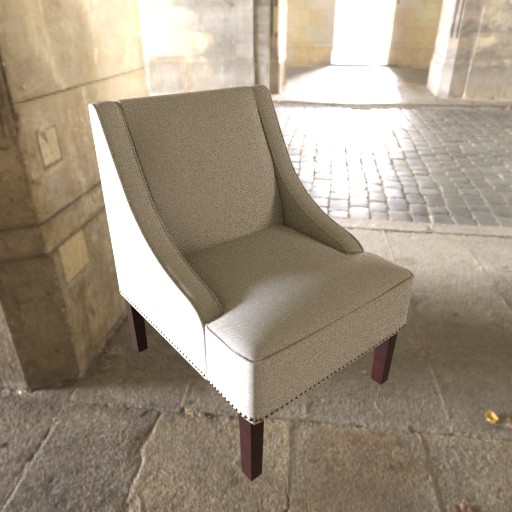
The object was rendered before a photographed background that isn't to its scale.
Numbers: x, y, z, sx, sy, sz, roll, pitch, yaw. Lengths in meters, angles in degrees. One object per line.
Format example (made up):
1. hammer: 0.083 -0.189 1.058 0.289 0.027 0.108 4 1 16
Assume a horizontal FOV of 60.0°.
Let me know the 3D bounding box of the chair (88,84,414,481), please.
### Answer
1. chair: 0.000 0.000 1.352 0.628 0.872 0.748 -21 35 -34
